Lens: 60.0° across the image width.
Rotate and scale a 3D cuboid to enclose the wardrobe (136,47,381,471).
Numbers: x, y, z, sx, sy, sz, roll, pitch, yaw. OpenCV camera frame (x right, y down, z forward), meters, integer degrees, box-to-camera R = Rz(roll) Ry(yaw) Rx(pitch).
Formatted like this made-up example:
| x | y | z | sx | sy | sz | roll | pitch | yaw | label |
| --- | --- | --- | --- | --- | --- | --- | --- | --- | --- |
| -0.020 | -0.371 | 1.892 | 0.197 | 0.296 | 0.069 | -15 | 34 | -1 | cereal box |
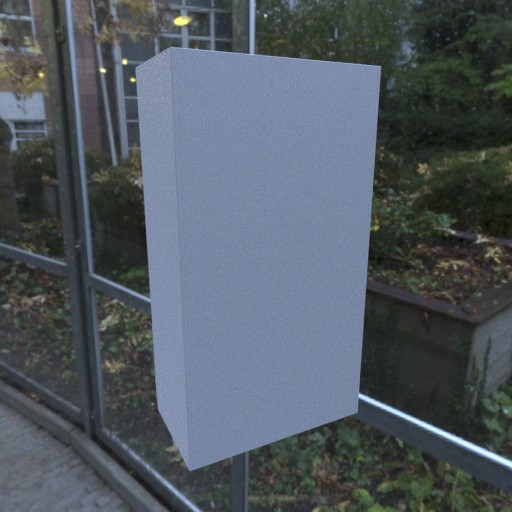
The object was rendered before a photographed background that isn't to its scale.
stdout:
| x | y | z | sx | sy | sz | roll | pitch | yaw | label |
| --- | --- | --- | --- | --- | --- | --- | --- | --- | --- |
| 0.000 | 0.000 | 2.287 | 0.991 | 1.808 | 0.577 | -8 | 17 | -26 | wardrobe |
